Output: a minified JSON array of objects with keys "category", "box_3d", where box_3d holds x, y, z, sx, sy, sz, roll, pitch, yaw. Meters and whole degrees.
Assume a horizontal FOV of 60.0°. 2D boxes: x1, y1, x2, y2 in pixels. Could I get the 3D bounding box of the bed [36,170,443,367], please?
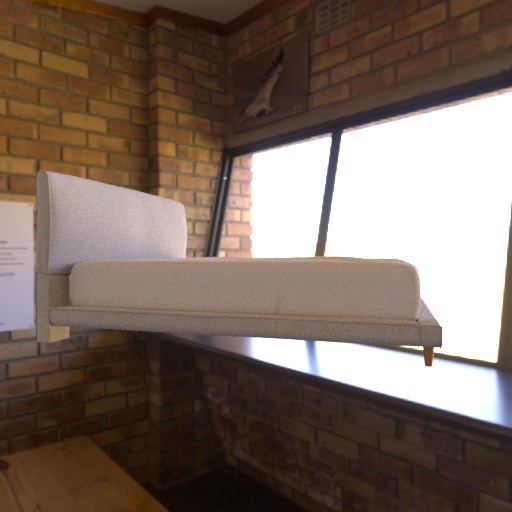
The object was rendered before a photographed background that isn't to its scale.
[{"category":"bed","box_3d":[0.000,0.000,3.443,2.498,1.126,1.980,0,1,17]}]
